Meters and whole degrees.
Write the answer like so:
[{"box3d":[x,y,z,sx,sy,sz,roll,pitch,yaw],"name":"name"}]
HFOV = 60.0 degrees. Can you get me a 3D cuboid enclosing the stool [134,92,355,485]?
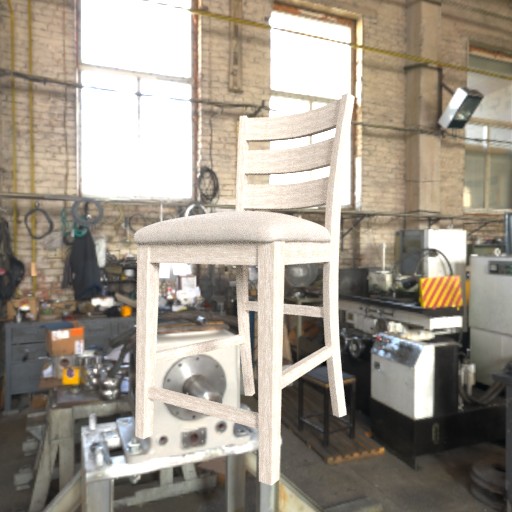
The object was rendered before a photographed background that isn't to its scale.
[{"box3d":[0.000,0.000,1.349,0.484,1.032,0.569,1,1,35],"name":"stool"}]
